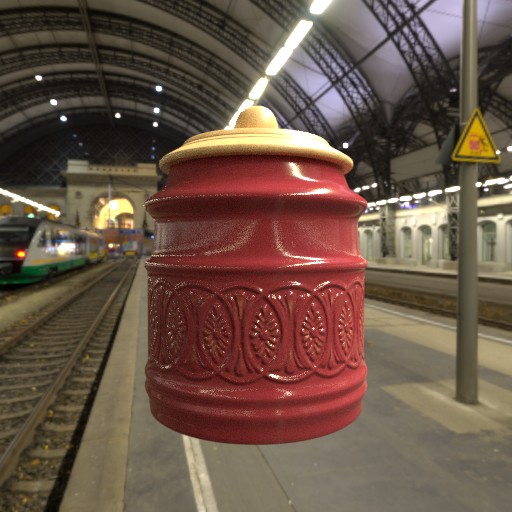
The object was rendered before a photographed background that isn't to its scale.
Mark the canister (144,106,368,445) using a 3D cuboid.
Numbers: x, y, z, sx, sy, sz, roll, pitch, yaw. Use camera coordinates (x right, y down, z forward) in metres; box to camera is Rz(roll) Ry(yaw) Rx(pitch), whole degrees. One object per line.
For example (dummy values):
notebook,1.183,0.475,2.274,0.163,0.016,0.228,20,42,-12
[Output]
canister,0.000,0.000,0.265,0.130,0.176,0.130,0,1,0
